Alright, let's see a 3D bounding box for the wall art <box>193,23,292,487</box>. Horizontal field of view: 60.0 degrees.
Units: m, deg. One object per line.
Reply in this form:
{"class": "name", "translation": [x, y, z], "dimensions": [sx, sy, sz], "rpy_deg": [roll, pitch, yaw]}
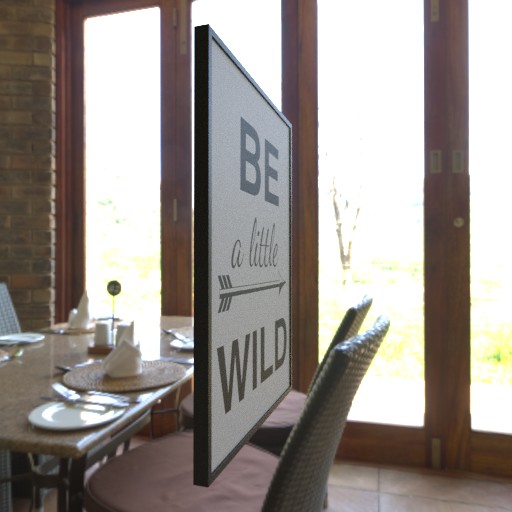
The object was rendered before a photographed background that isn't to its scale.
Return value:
{"class": "wall art", "translation": [0.000, 0.000, 1.402], "dimensions": [0.038, 1.062, 0.806], "rpy_deg": [0, -1, 18]}
